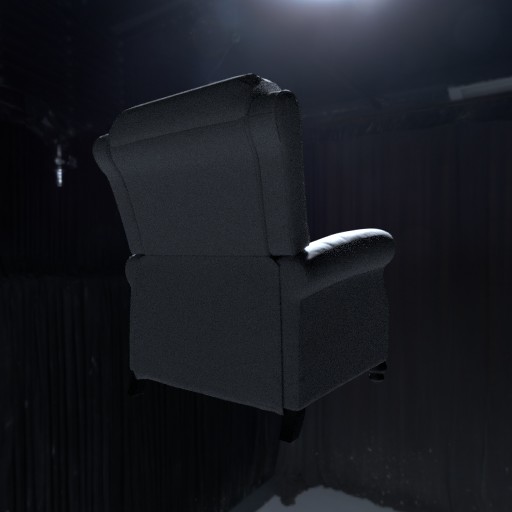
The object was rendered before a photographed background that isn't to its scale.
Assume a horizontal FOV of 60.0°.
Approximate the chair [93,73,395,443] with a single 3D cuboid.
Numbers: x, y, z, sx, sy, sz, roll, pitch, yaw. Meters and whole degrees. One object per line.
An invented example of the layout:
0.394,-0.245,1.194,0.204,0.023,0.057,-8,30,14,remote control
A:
0.000,0.000,1.723,0.859,1.046,0.919,1,1,36,chair
